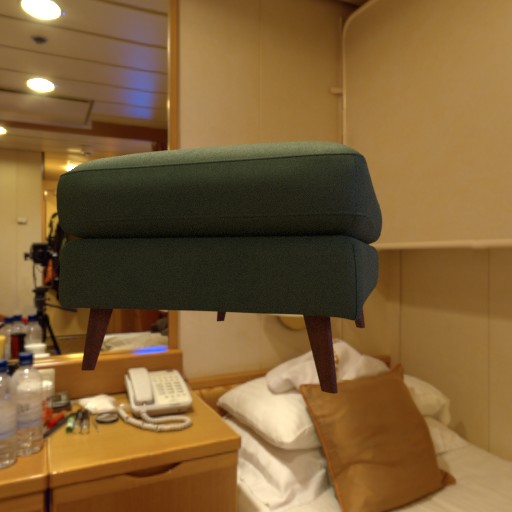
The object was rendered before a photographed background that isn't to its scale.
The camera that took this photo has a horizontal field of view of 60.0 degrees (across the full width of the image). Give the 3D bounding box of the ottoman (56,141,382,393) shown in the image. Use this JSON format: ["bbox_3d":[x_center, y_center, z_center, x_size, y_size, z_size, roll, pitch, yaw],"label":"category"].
[{"bbox_3d":[0.000,0.000,1.138,0.608,0.449,0.811,0,0,17],"label":"ottoman"}]
